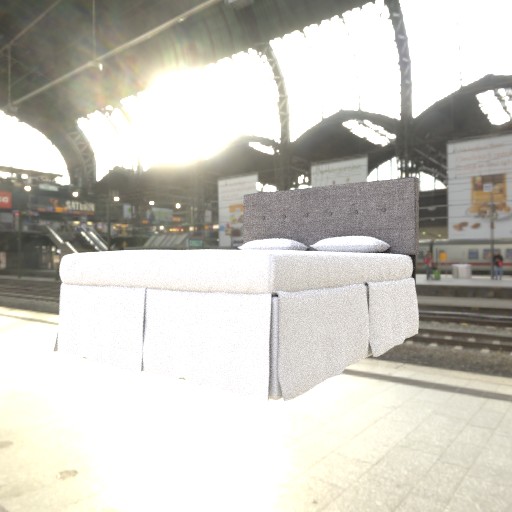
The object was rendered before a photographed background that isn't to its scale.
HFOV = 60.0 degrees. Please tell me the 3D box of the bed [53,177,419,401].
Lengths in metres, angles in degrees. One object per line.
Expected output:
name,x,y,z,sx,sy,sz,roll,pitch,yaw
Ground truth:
bed,0.000,0.000,2.939,1.621,1.168,1.958,0,-1,35
